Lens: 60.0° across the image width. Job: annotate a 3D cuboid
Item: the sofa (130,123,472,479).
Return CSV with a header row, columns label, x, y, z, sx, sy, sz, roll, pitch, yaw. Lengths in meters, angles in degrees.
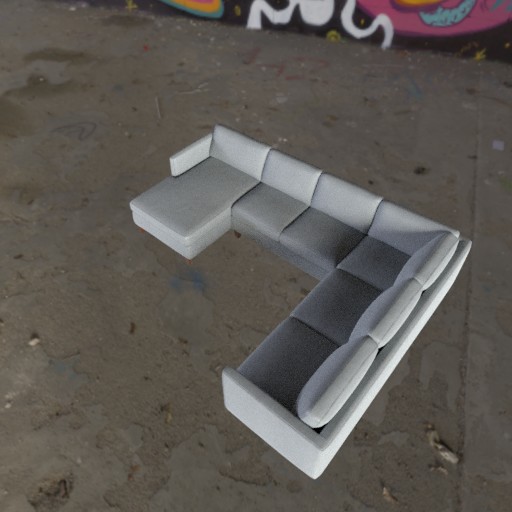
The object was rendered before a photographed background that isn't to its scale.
label,x,y,z,sx,sy,sz,roll,pitch,yaw
sofa,0.000,0.000,4.377,3.238,0.853,2.551,31,54,26
